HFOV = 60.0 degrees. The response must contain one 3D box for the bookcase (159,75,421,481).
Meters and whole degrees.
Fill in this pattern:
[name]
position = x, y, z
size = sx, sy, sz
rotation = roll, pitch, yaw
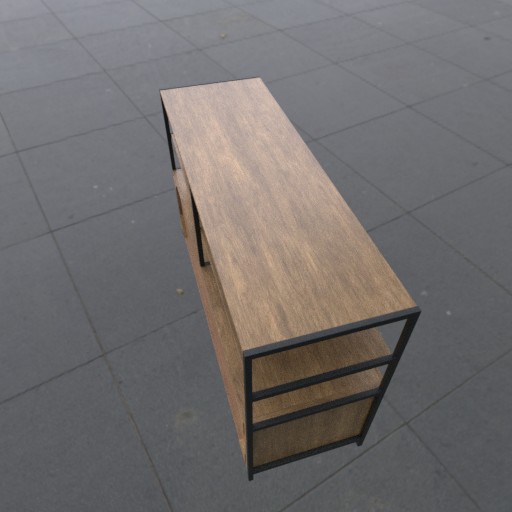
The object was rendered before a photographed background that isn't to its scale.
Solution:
[bookcase]
position = 0.000, 0.000, 1.507
size = 0.391, 0.712, 1.149
rotation = -12, 47, -11
